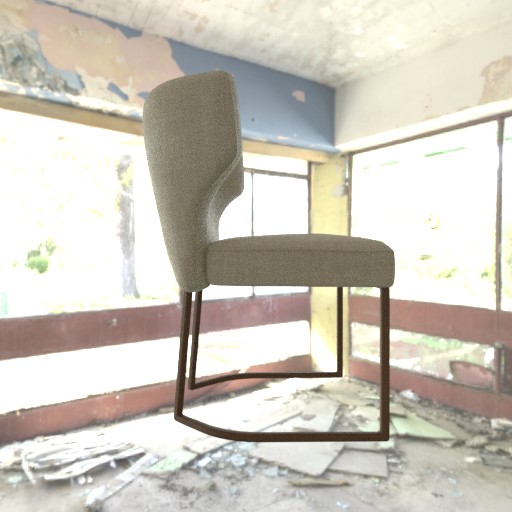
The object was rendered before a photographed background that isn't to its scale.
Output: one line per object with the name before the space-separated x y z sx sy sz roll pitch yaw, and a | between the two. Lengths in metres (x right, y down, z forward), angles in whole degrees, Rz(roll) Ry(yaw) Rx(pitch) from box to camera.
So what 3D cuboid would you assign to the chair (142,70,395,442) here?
chair | 0.000 0.000 1.237 0.617 0.824 0.611 0 1 -1
